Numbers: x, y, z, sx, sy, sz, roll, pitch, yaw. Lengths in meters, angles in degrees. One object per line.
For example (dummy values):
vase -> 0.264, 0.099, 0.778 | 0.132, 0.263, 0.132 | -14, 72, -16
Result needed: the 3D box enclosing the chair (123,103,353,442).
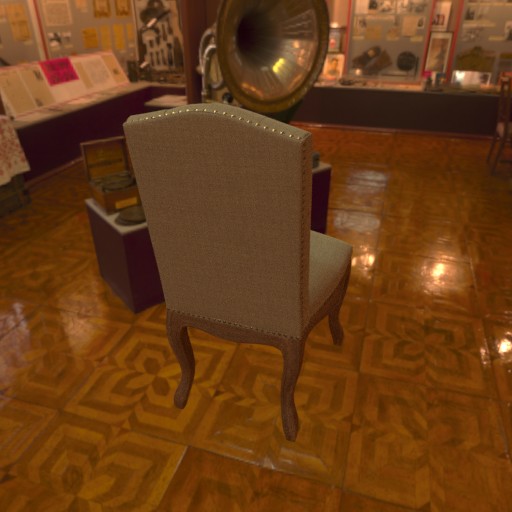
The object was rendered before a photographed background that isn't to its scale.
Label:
chair -> 0.000, 0.000, 1.607 | 0.637, 1.191, 0.731 | 10, 32, 16
